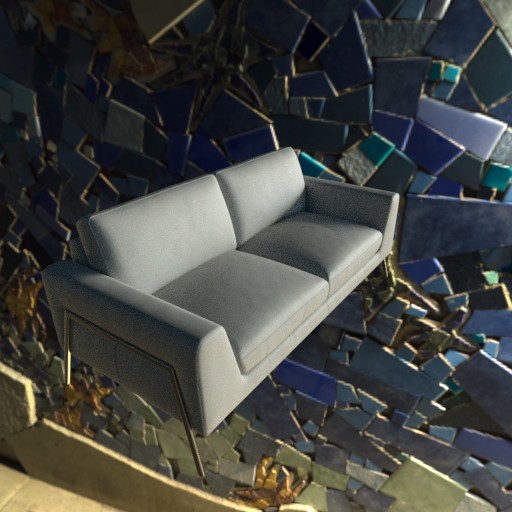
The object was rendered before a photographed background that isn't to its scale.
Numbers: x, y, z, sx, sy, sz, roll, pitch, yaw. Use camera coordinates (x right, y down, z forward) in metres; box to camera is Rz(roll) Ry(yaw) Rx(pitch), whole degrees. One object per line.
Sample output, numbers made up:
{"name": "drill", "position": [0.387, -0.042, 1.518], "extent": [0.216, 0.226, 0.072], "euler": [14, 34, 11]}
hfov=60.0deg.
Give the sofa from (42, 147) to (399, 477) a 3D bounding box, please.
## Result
{"name": "sofa", "position": [0.000, 0.000, 2.527], "extent": [0.953, 0.875, 2.017], "euler": [18, 31, 31]}
